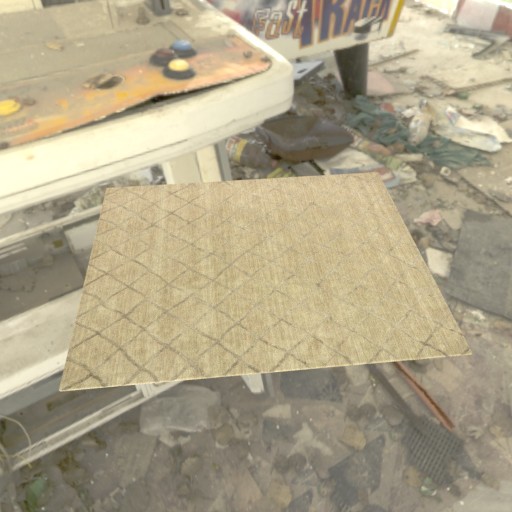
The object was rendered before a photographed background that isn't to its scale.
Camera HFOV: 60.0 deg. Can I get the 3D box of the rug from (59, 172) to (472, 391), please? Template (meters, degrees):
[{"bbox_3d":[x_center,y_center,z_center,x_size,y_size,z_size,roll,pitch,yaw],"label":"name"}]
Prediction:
[{"bbox_3d":[0.000,0.000,4.092,3.038,0.019,2.420,-4,45,-4],"label":"rug"}]
